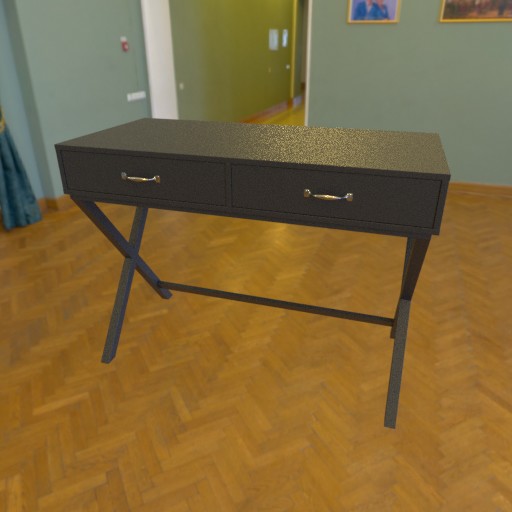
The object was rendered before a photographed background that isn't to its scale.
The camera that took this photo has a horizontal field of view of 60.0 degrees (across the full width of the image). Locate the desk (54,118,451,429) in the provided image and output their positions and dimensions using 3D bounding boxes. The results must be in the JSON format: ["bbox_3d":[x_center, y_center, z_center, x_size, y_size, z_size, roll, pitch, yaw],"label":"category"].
[{"bbox_3d":[0.000,0.000,1.502,1.057,0.780,0.525,8,27,16],"label":"desk"}]
